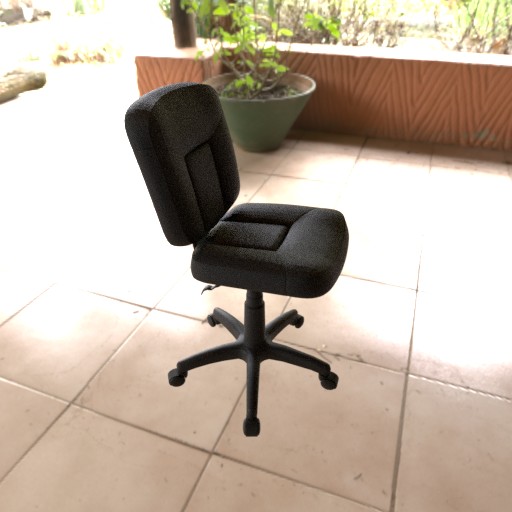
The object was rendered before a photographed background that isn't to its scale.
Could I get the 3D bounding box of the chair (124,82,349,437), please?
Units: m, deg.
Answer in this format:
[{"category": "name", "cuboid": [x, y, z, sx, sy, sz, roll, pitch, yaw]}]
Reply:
[{"category": "chair", "cuboid": [0.000, 0.000, 1.393, 0.610, 0.972, 0.610, 11, 34, 16]}]
